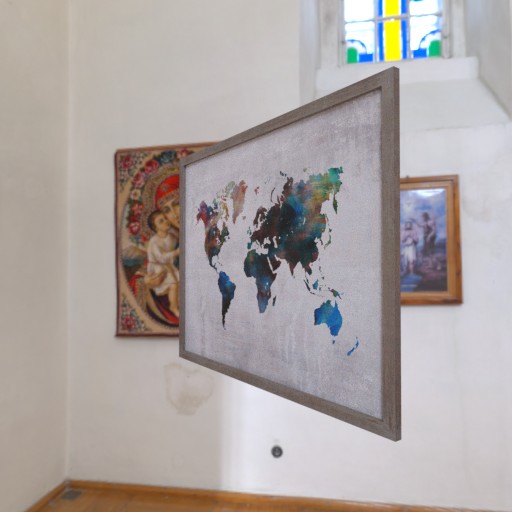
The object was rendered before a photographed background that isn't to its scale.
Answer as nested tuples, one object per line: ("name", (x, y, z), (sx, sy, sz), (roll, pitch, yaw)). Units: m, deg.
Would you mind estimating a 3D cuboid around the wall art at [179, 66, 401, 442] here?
("wall art", (0.000, 0.000, 1.331), (0.019, 0.774, 1.012), (1, -1, -35))
